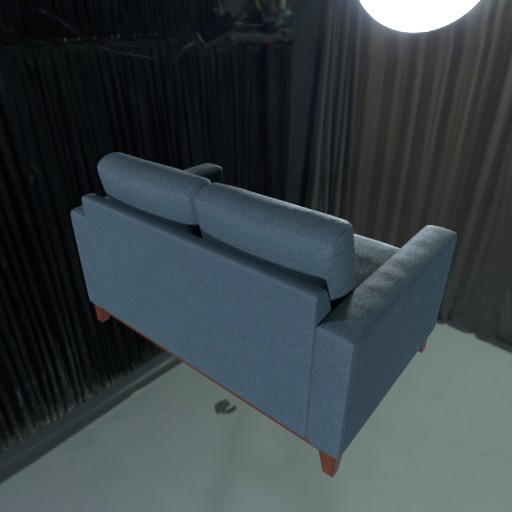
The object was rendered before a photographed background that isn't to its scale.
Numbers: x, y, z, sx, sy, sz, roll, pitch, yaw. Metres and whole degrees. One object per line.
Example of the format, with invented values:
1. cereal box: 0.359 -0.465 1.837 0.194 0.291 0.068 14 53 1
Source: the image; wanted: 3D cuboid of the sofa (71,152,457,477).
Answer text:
1. sofa: 0.000 0.000 2.063 1.489 0.903 0.955 22 36 33
